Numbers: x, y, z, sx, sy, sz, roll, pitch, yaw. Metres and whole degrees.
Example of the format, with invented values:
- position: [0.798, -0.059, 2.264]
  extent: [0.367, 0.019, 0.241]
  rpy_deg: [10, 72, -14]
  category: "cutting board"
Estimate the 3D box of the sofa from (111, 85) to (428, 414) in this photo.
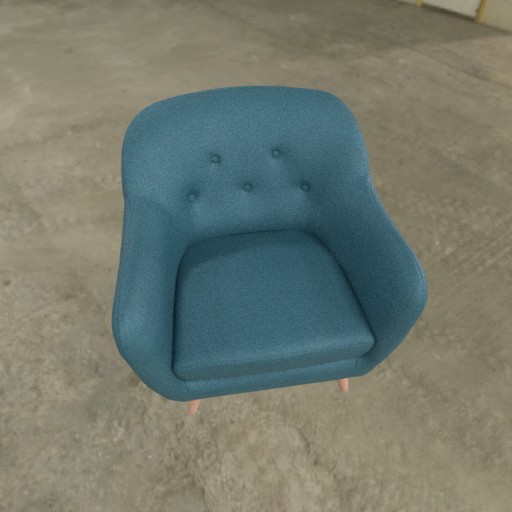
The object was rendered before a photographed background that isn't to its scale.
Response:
- position: [0.000, 0.000, 1.497]
  extent: [0.836, 0.817, 0.825]
  rpy_deg: [-6, 46, -6]
  category: "sofa"
